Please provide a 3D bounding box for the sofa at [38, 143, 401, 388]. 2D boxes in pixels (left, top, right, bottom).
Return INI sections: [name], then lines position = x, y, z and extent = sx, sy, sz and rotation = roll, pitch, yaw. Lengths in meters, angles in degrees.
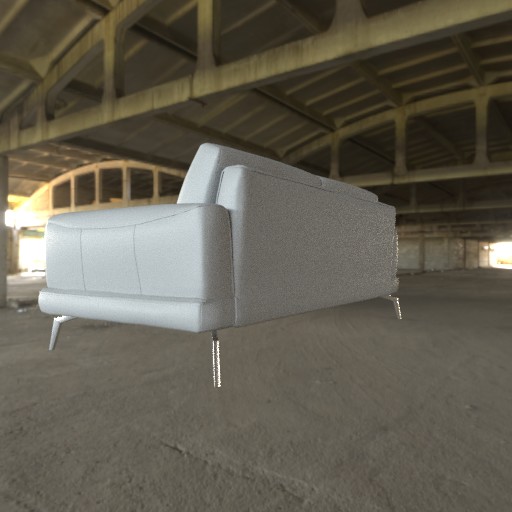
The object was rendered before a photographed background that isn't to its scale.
[sofa]
position = 0.000, 0.000, 2.677
extent = 1.121, 0.930, 2.177
rotation = 0, 0, 36
